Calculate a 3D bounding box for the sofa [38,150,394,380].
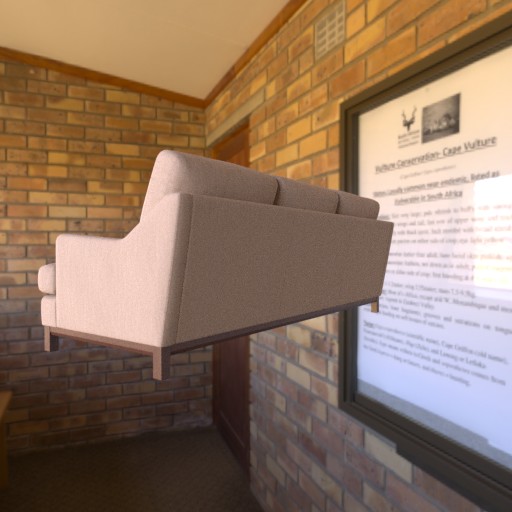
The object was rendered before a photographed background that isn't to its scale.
[{"bbox_3d":[0.000,0.000,2.816,1.000,0.913,2.321,1,1,36],"label":"sofa"}]
